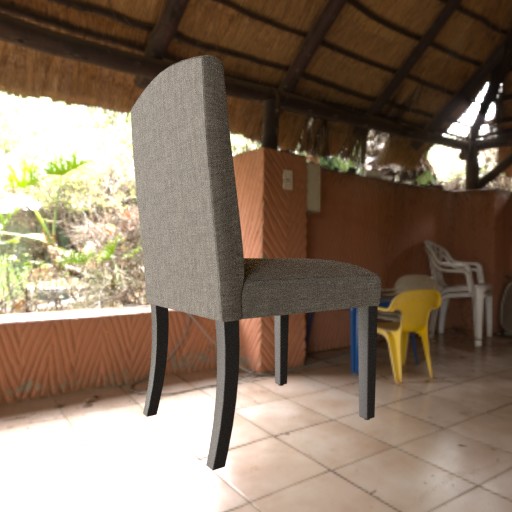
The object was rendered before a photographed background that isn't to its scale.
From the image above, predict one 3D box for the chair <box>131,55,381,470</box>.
[{"bbox_3d":[0.000,0.000,1.263,0.580,0.917,0.451,0,1,-35],"label":"chair"}]
